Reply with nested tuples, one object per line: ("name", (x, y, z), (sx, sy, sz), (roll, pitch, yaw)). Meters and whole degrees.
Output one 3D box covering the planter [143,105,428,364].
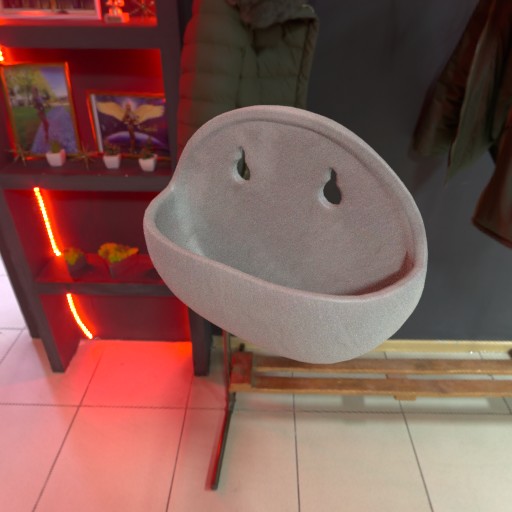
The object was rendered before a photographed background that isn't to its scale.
("planter", (0.000, 0.000, 0.271), (0.190, 0.164, 0.073), (20, 38, 28))
